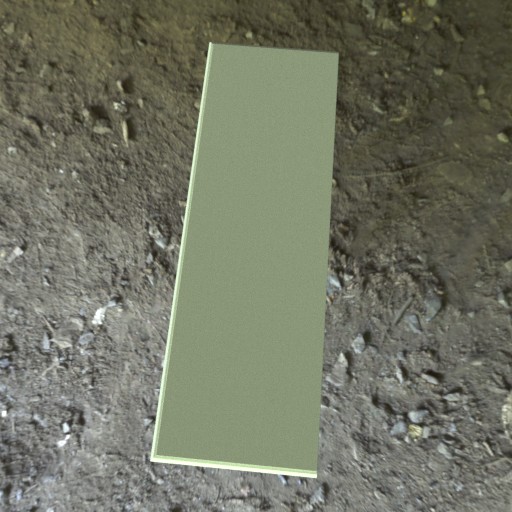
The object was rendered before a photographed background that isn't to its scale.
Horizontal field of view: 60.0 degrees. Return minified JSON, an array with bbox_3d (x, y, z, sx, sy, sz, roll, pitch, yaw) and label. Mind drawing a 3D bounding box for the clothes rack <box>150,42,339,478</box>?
[{"bbox_3d":[0.000,0.000,1.485,0.405,0.558,1.218,5,75,1],"label":"clothes rack"}]
